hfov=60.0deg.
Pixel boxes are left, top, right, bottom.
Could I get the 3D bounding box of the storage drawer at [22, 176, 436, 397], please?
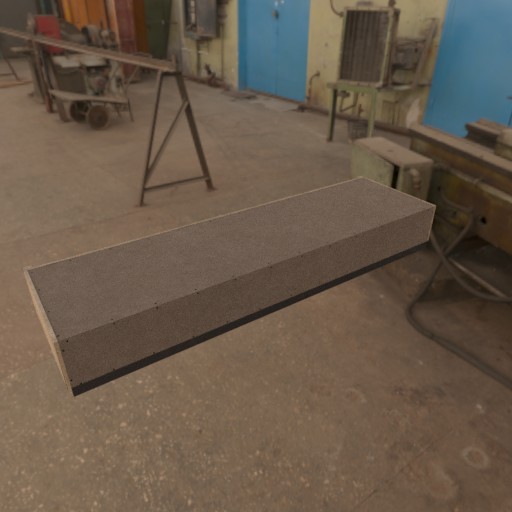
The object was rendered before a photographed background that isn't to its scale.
[{"bbox_3d":[0.000,0.000,2.299,2.072,0.274,0.591,-19,35,-29],"label":"storage drawer"}]
